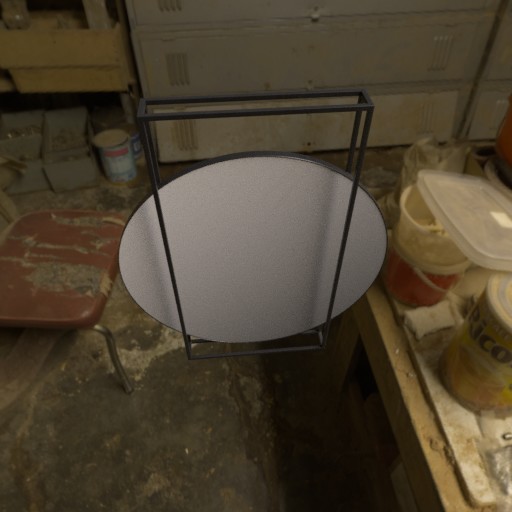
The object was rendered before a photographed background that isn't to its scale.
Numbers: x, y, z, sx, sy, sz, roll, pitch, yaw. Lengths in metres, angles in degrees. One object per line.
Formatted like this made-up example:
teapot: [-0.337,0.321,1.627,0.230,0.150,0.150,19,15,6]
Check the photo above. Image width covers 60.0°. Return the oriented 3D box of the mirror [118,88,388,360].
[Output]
mirror: [0.000,0.000,0.818,0.508,0.603,0.051,-4,46,-4]
